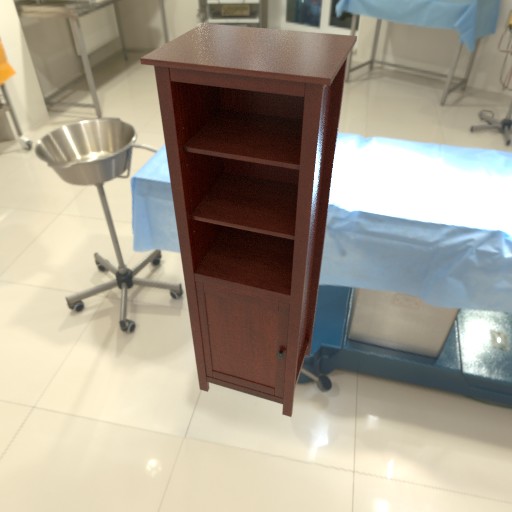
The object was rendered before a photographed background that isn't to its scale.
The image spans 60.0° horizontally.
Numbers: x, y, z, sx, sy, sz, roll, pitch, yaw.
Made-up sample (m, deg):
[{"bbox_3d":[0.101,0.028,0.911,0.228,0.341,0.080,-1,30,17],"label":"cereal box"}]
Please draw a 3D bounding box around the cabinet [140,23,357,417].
[{"bbox_3d":[0.000,0.000,1.718,0.500,1.518,0.401,12,41,14],"label":"cabinet"}]
